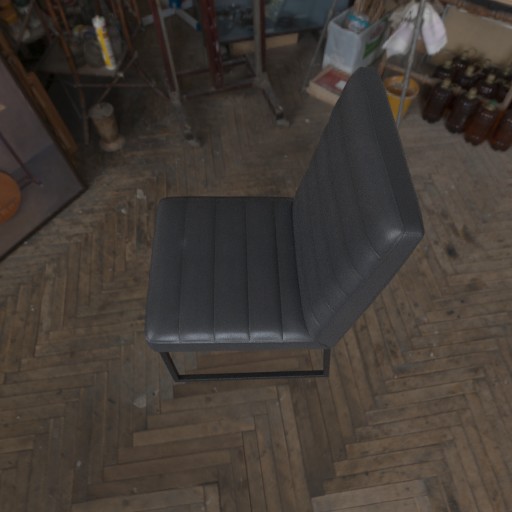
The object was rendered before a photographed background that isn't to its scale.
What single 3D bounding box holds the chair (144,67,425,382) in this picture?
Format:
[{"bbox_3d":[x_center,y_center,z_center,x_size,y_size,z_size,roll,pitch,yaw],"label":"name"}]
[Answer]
[{"bbox_3d":[0.000,0.000,1.323,0.634,0.930,0.520,-2,58,-1],"label":"chair"}]
